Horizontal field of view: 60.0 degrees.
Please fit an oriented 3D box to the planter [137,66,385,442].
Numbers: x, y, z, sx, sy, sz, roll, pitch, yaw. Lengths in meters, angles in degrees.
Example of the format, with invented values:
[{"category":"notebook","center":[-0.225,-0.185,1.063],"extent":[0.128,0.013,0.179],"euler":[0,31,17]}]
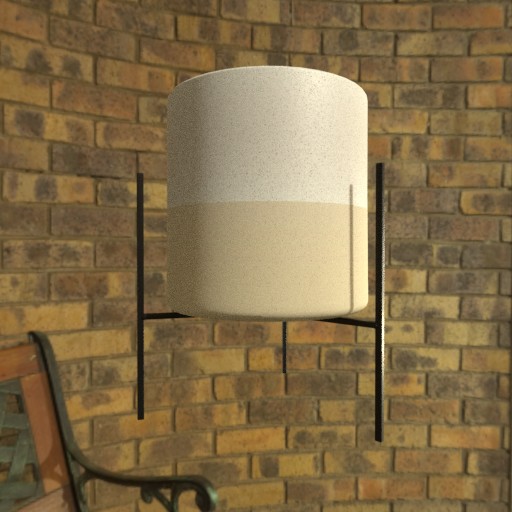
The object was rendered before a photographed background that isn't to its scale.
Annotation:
[{"category":"planter","center":[0.000,0.000,0.549],"extent":[0.263,0.362,0.267],"euler":[0,1,1]}]
